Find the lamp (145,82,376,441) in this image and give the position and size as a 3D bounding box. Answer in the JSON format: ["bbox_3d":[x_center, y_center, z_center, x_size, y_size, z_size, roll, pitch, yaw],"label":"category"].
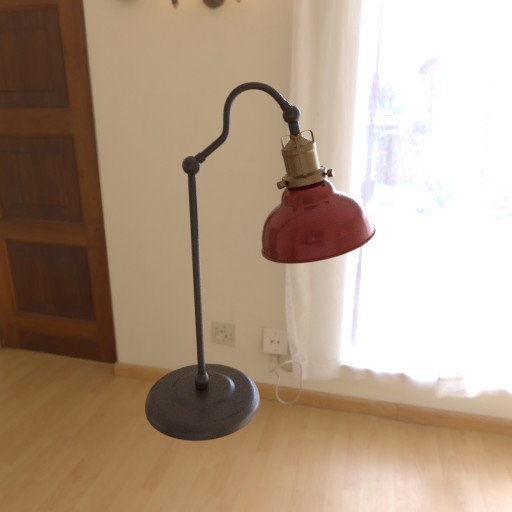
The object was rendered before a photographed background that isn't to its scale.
[{"bbox_3d":[0.000,0.000,0.693,0.374,0.508,0.192,-3,17,-10],"label":"lamp"}]
